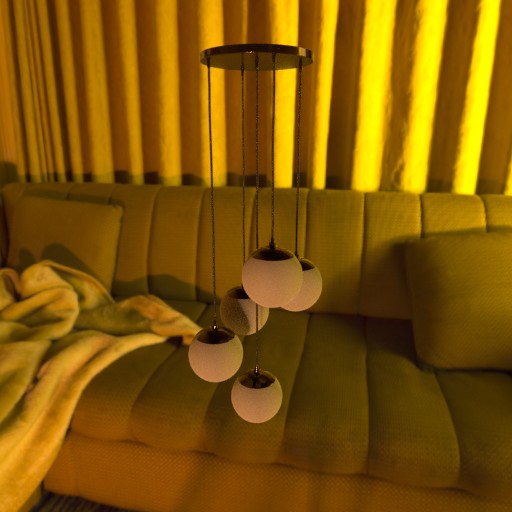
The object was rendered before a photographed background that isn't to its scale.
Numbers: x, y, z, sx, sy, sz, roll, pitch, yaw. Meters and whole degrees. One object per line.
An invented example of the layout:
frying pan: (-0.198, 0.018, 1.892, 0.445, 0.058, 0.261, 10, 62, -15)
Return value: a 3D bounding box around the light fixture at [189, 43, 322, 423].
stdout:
light fixture: (0.000, 0.000, 1.518, 0.484, 1.271, 0.489, -2, 15, -8)
